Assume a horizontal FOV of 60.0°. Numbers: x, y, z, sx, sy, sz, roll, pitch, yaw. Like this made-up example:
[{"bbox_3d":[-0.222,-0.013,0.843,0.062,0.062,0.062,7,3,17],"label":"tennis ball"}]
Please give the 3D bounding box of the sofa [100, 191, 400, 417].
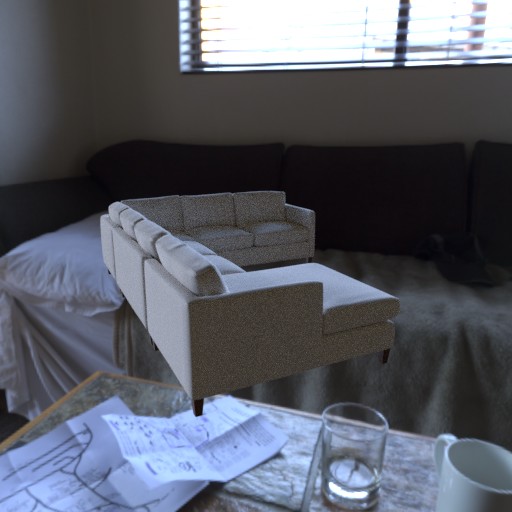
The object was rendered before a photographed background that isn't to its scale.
[{"bbox_3d":[0.000,0.000,4.547,2.593,0.956,3.459,-7,16,-26],"label":"sofa"}]
